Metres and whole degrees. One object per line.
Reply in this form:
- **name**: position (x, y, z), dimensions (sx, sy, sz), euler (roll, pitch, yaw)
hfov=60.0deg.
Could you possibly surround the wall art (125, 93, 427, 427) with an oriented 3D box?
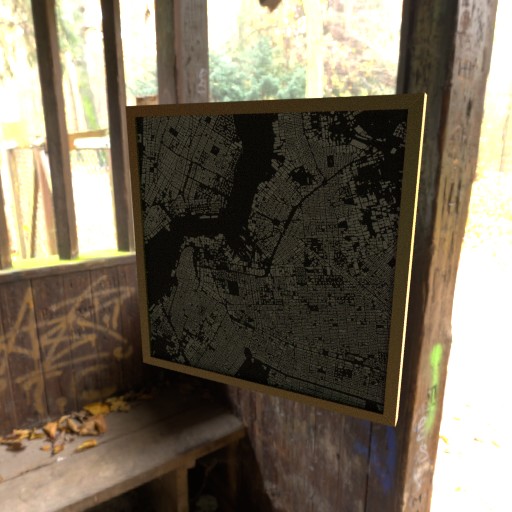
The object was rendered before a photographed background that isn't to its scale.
- **wall art**: position (0.000, 0.000, 2.910), dimensions (1.926, 1.926, 0.099), euler (7, 16, 24)
